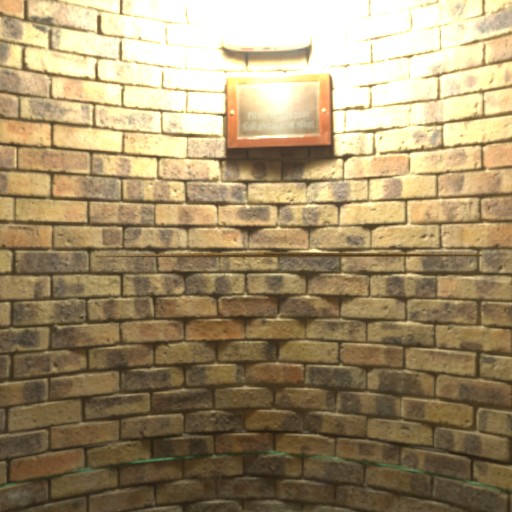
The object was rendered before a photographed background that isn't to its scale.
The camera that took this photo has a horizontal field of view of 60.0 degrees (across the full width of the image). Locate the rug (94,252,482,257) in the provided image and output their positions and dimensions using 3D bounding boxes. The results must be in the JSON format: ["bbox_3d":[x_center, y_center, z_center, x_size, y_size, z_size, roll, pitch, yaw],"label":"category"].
[{"bbox_3d":[0.000,0.000,2.392,1.213,0.010,1.829,0,0,-35],"label":"rug"}]
